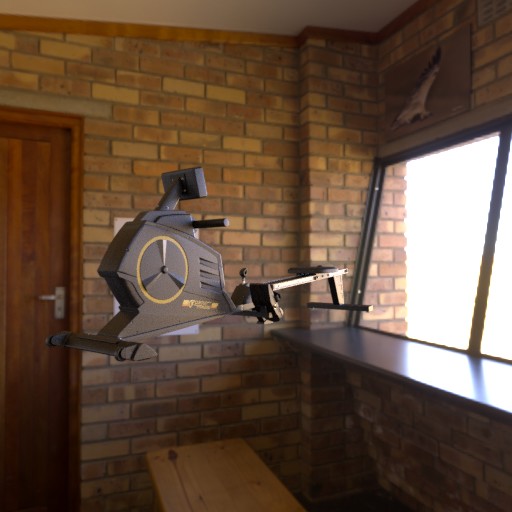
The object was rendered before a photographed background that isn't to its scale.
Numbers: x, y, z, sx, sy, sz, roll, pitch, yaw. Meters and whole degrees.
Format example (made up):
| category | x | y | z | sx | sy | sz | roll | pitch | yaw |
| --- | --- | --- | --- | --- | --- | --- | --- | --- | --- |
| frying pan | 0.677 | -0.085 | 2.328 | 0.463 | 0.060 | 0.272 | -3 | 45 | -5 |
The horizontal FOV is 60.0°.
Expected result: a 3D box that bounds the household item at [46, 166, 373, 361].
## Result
| category | x | y | z | sx | sy | sz | roll | pitch | yaw |
| --- | --- | --- | --- | --- | --- | --- | --- | --- | --- |
| household item | 0.000 | 0.000 | 2.573 | 0.521 | 0.810 | 2.251 | -1 | -1 | 36 |
